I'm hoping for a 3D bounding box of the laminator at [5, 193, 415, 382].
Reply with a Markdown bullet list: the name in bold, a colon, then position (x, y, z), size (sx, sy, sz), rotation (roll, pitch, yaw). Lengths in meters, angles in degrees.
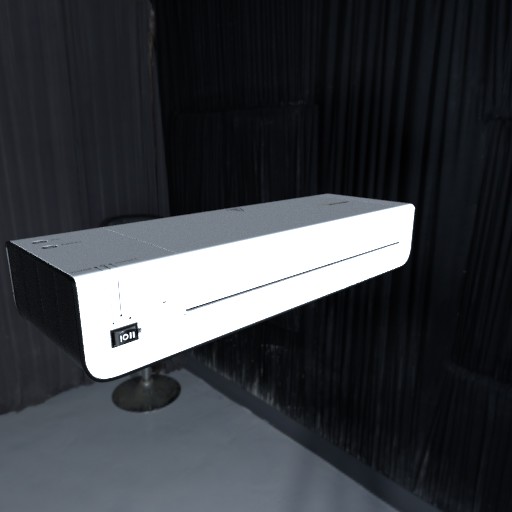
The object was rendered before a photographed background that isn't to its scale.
- **laminator**: position (0.000, 0.000, 0.369), size (0.340, 0.062, 0.123), rotation (-14, 21, -42)
